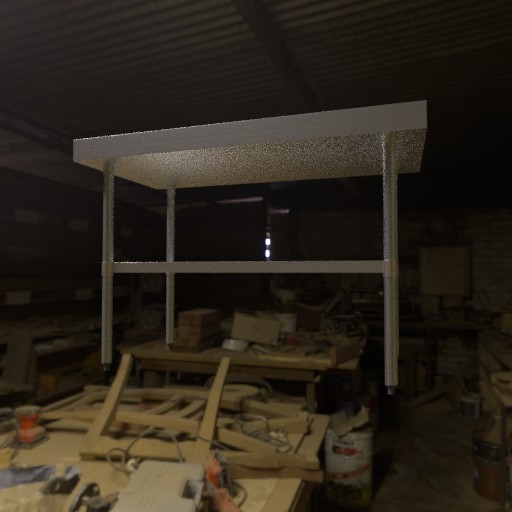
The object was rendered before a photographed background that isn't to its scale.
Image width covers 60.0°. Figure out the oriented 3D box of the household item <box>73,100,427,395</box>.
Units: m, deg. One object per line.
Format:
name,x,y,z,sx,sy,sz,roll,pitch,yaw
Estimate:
household item,0.000,0.000,1.722,1.219,0.851,0.610,-1,-2,18
